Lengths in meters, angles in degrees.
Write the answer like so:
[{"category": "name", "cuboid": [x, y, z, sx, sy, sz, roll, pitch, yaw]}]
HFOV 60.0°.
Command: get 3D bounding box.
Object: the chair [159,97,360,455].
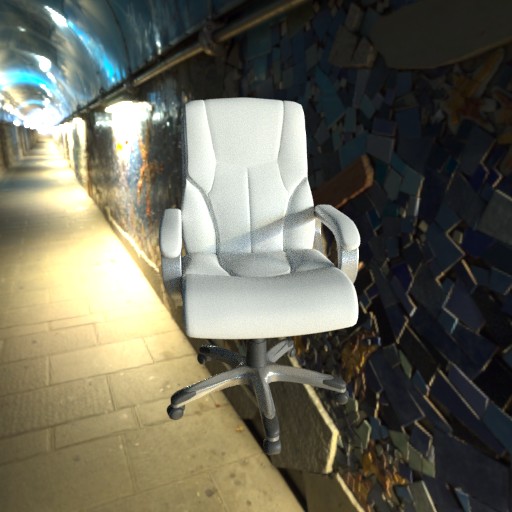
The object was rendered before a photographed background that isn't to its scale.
[{"category": "chair", "cuboid": [0.000, 0.000, 1.599, 0.687, 1.120, 0.738, -2, 16, -9]}]
